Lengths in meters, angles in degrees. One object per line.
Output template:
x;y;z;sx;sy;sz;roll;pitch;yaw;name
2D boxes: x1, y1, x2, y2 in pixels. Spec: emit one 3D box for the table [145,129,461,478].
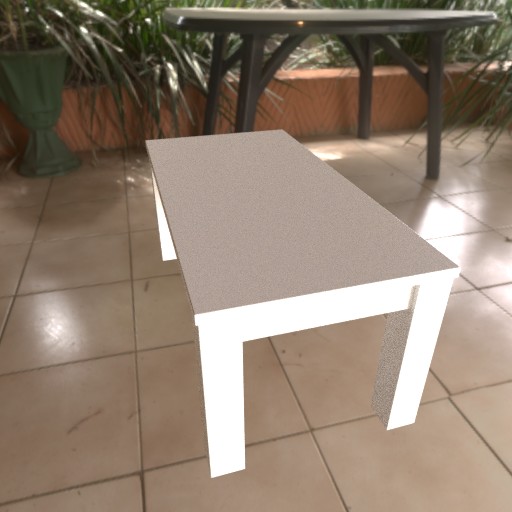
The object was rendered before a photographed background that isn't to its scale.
0.000;0.000;2.316;0.900;0.790;1.800;-9;32;-14;table
